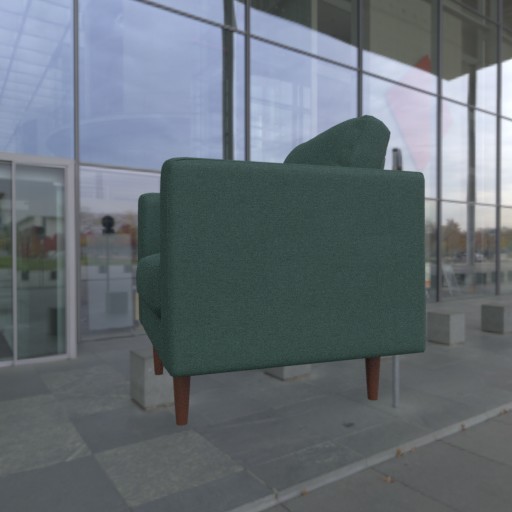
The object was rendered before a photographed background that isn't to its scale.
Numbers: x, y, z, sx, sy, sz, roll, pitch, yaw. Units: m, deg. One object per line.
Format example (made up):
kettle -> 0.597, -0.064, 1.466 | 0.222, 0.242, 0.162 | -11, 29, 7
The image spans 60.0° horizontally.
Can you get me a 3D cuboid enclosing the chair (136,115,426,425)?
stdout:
chair -> 0.000, 0.000, 1.580 | 0.800, 0.927, 0.855 | 0, 1, -19
